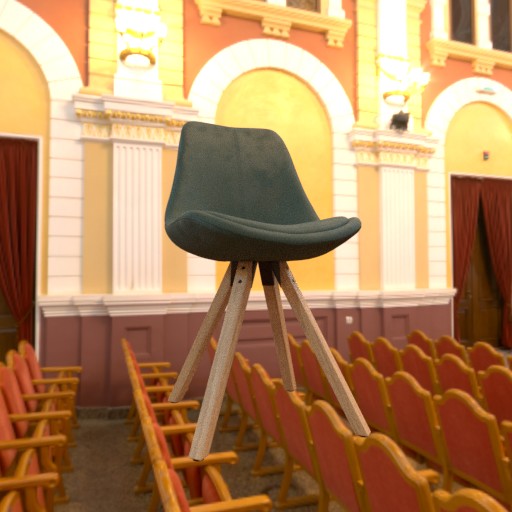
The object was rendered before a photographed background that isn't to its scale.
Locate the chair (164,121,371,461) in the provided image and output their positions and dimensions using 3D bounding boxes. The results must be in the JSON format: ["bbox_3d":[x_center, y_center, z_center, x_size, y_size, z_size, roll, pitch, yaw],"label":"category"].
[{"bbox_3d":[0.000,0.000,1.203,0.483,0.865,0.547,0,-1,-19],"label":"chair"}]
